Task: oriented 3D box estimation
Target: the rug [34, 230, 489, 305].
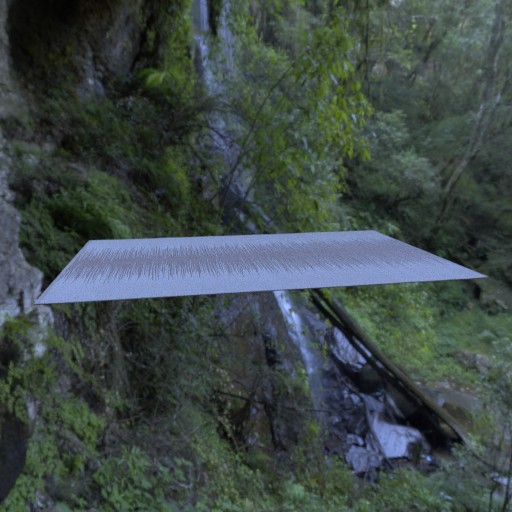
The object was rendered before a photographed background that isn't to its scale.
[{"bbox_3d":[0.000,0.000,3.047,2.440,0.012,1.522,-3,14,-10],"label":"rug"}]
